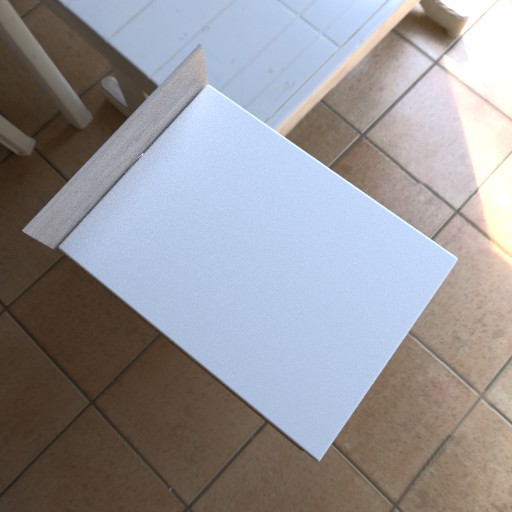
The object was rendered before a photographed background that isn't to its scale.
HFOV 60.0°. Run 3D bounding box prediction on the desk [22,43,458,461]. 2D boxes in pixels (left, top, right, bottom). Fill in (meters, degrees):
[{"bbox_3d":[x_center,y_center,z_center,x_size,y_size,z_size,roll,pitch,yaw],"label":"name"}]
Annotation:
[{"bbox_3d":[0.000,0.000,2.613,1.900,0.800,1.400,37,79,9],"label":"desk"}]
